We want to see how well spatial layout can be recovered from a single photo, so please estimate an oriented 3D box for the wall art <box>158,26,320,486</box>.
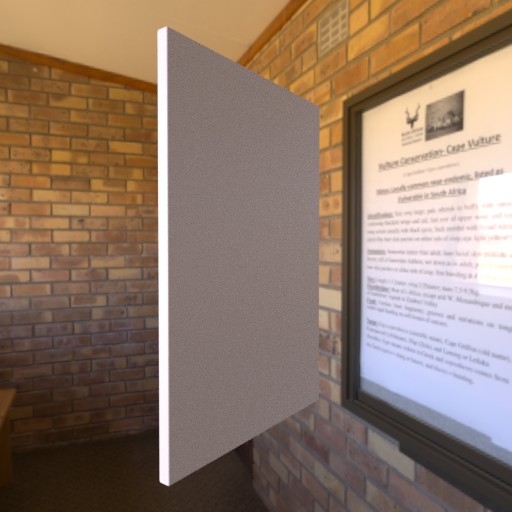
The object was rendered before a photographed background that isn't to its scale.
[{"bbox_3d":[0.000,0.000,1.471,0.038,1.183,0.808,1,2,37],"label":"wall art"}]
